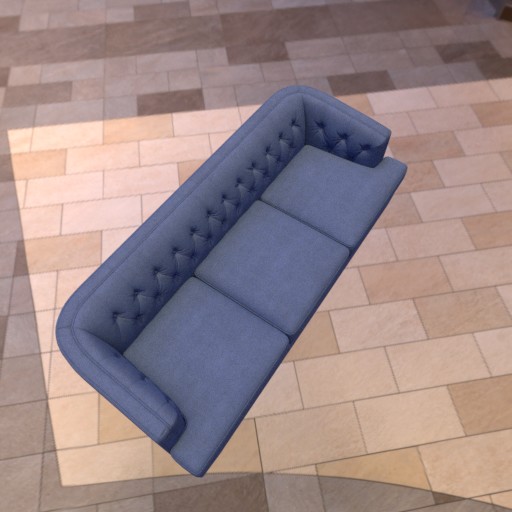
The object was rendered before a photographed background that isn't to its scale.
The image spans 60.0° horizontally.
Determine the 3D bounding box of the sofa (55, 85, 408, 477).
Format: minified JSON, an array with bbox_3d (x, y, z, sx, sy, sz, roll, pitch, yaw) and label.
[{"bbox_3d":[0.000,0.000,2.604,0.914,0.787,2.235,31,63,17],"label":"sofa"}]
